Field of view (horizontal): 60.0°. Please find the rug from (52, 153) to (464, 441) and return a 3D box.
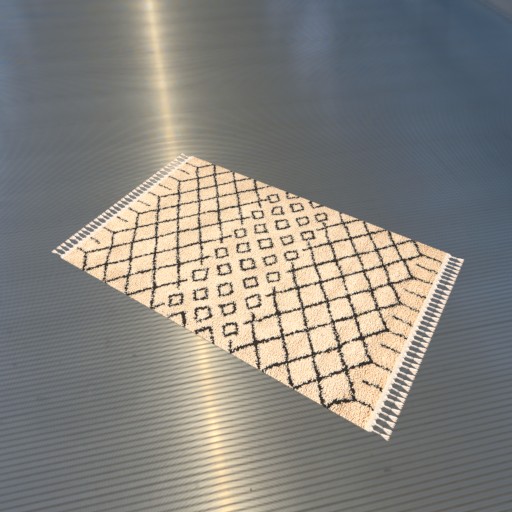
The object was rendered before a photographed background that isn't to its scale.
[{"bbox_3d":[0.000,0.000,2.502,2.006,0.008,1.196,24,51,22],"label":"rug"}]
